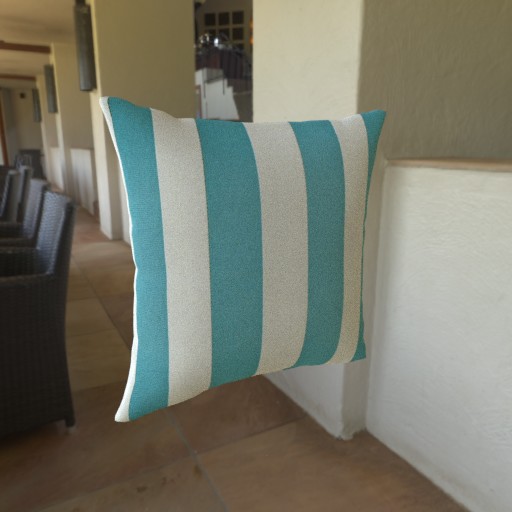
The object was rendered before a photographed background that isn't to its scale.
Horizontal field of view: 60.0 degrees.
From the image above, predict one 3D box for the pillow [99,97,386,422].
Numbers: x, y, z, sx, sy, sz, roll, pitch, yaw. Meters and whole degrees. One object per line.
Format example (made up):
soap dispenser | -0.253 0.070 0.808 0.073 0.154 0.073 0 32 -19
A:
pillow | 0.000 0.000 0.807 0.536 0.526 0.189 -7 15 -25
